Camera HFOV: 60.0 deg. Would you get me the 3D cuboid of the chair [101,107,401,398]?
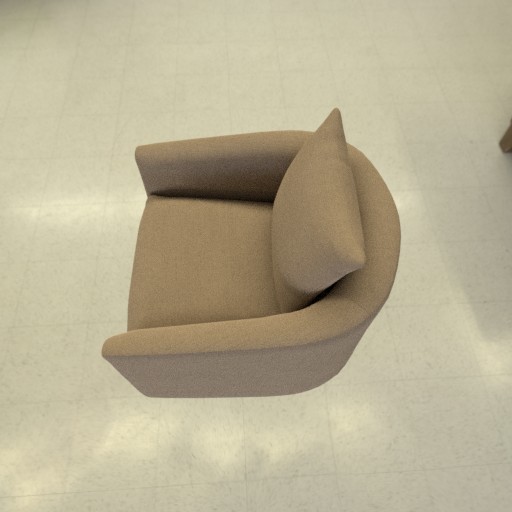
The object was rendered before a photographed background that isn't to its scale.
[{"bbox_3d":[0.000,0.000,1.604,0.910,0.848,0.845,-1,59,0],"label":"chair"}]
